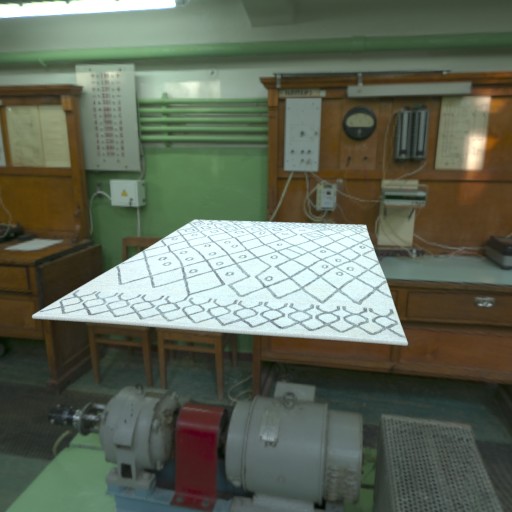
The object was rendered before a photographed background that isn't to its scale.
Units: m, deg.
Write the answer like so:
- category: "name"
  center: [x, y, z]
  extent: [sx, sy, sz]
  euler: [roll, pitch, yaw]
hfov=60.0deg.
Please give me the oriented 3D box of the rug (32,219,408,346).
- category: "rug"
  center: [0.000, 0.000, 2.265]
  extent: [1.222, 0.015, 1.828]
  euler: [3, 15, 9]
